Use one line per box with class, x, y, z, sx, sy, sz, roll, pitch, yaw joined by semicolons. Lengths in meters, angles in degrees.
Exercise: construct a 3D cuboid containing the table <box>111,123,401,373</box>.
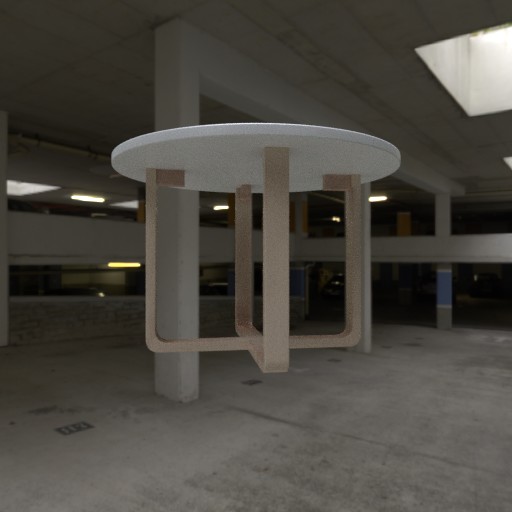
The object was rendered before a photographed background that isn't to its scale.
table;0.000;0.000;0.968;0.600;0.400;0.600;0;0;0
